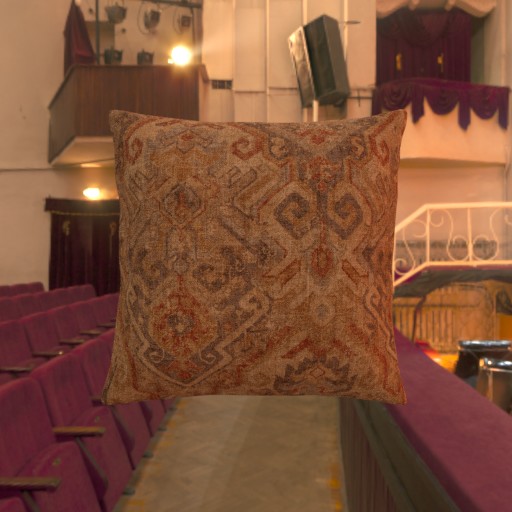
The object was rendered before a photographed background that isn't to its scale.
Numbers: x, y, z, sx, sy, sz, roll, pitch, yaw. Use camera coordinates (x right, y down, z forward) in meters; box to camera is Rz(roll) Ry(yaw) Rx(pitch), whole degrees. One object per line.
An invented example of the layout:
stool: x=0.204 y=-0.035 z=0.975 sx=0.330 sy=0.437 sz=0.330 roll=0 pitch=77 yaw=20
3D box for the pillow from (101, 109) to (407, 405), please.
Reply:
pillow: x=0.000 y=0.000 z=0.760 sx=0.523 sy=0.506 sz=0.166 roll=0 pitch=0 yaw=0
